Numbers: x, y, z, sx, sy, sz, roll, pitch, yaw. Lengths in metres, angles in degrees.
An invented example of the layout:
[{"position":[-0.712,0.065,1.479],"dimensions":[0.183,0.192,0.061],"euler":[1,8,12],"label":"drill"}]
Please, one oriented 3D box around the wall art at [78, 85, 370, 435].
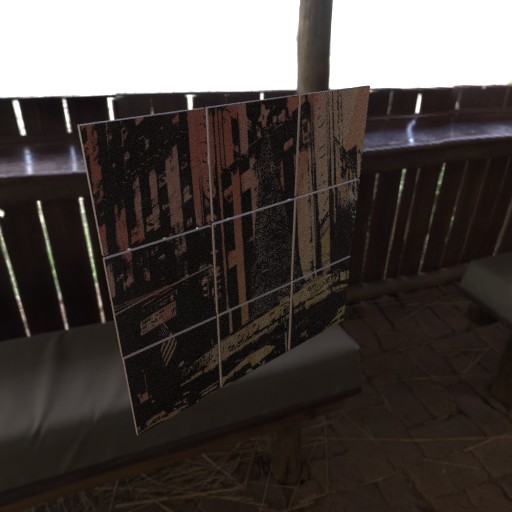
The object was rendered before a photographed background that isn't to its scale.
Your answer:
[{"position":[0.000,0.000,2.271],"dimensions":[1.527,1.521,0.017],"euler":[-21,35,-33],"label":"wall art"}]
